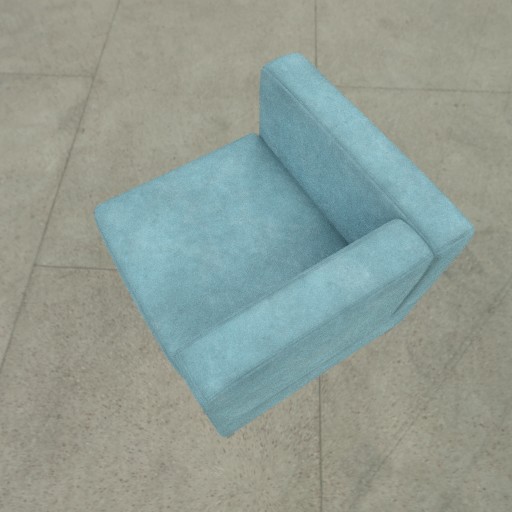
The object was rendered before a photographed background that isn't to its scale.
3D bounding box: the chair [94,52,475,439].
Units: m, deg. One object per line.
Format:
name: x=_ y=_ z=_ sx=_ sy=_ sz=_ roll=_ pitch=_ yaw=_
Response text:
chair: x=0.000 y=0.000 z=1.228 sx=0.684 sy=0.660 sz=0.691 roll=-29 pitch=66 yaw=-14
